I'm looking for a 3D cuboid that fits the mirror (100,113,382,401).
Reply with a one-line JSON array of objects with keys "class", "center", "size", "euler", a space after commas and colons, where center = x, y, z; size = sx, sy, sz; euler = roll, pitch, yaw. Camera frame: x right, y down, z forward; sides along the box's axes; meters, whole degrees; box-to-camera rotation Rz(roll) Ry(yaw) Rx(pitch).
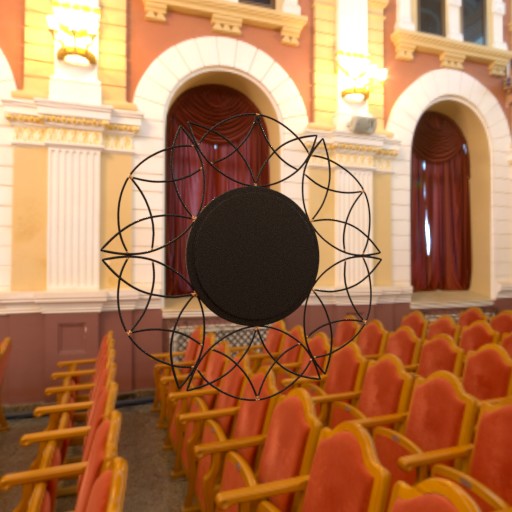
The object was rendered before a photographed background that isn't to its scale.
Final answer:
[{"class": "mirror", "center": [0.000, 0.000, 1.201], "size": [0.797, 0.775, 0.028], "euler": [1, -2, -18]}]
